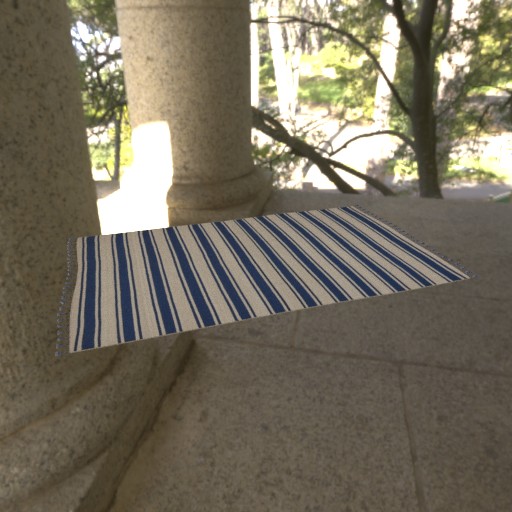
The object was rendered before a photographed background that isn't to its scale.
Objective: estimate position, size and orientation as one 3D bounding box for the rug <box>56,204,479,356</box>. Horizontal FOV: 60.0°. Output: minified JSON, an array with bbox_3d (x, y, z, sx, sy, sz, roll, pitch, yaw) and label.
[{"bbox_3d":[0.000,0.000,2.579,2.108,0.009,1.248,-8,27,-17],"label":"rug"}]
